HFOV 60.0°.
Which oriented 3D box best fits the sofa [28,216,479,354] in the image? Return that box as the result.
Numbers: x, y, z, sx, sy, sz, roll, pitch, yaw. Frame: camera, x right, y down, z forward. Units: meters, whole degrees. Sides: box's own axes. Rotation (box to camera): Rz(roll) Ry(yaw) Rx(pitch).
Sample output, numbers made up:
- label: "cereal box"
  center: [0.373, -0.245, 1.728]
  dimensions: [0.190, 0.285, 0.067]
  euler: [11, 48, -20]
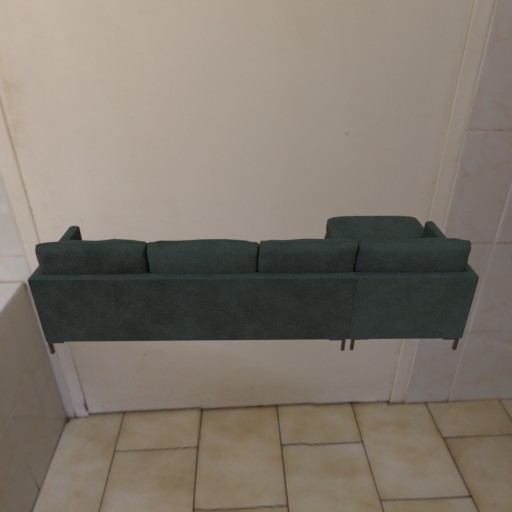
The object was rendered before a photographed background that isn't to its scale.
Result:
- label: "sofa"
  center: [0.000, 0.000, 4.039]
  dimensions: [3.400, 0.967, 1.500]
  euler: [0, 30, -1]
